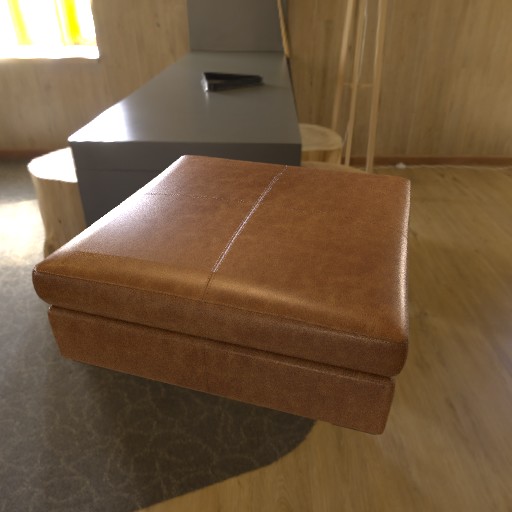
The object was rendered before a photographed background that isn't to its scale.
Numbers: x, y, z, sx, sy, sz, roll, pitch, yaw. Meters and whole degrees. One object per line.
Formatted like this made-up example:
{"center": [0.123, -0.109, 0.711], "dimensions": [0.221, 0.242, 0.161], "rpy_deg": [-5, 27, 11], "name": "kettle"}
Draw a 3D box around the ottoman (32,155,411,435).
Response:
{"center": [0.000, 0.000, 1.825], "dimensions": [1.169, 0.483, 1.168], "rpy_deg": [9, 33, 14], "name": "ottoman"}
